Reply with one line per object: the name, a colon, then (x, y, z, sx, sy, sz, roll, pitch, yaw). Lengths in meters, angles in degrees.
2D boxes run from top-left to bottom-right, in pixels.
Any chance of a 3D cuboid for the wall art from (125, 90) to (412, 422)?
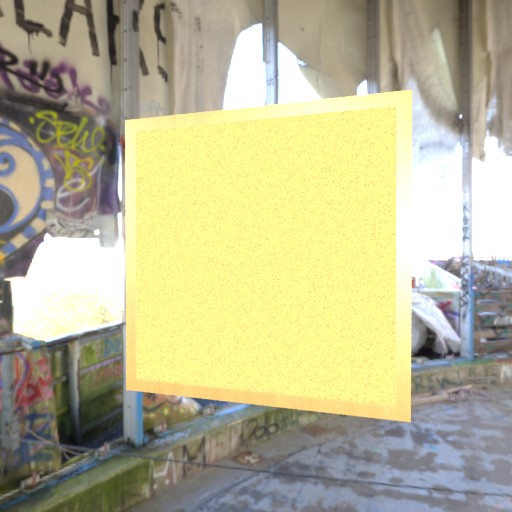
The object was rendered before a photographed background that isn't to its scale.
wall art: (0.000, 0.000, 2.926, 1.935, 1.936, 0.097, 0, 1, 18)
